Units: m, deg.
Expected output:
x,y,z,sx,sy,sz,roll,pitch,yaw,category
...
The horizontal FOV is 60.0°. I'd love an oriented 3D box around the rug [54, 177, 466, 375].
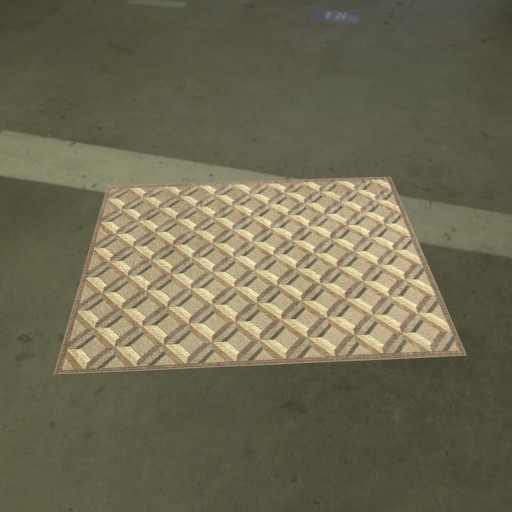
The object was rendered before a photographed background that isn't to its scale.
x,y,z,sx,sy,sz,roll,pitch,yaw,category
0.000,0.000,4.334,3.294,0.018,2.382,-2,47,-2,rug
